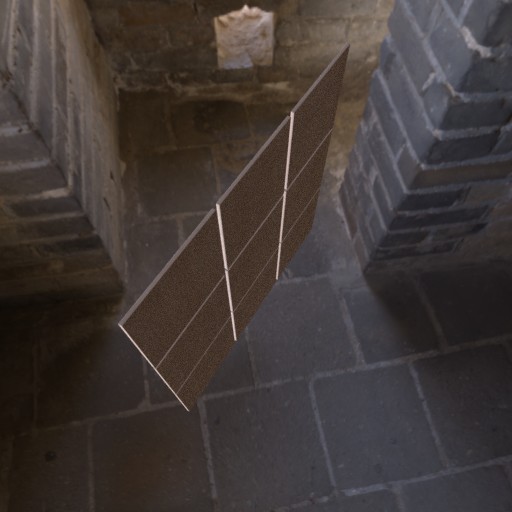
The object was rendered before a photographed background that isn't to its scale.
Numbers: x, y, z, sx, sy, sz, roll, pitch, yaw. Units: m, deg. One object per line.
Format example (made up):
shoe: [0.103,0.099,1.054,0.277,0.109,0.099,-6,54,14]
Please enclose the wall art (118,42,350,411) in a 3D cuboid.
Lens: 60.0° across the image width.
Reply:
wall art: [0.000,0.000,1.838,0.013,1.218,1.219,29,65,15]
